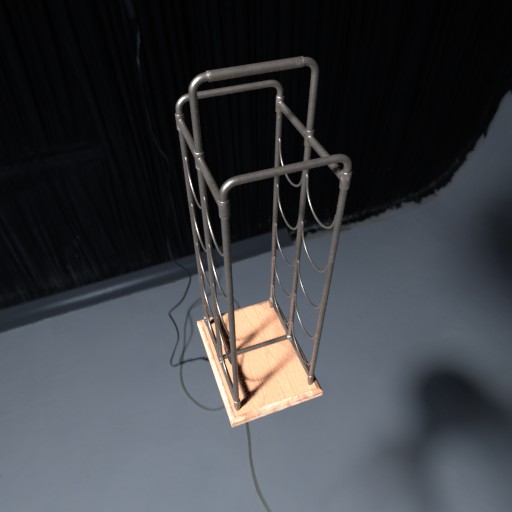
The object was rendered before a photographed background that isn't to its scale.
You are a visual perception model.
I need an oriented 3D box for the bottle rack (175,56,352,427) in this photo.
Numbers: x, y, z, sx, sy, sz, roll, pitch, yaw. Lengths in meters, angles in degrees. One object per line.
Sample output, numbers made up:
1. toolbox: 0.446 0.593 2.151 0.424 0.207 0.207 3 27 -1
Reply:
1. bottle rack: 0.000 0.000 0.791 0.208 0.680 0.276 -15 47 -14
